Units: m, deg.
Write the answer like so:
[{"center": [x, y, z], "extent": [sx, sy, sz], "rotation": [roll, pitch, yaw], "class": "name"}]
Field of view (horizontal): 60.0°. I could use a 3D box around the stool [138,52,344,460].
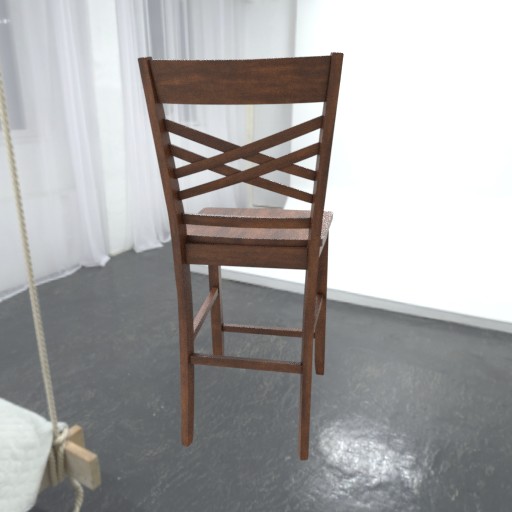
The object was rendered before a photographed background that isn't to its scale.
[{"center": [0.000, 0.000, 1.367], "extent": [0.462, 1.079, 0.539], "rotation": [3, 17, 9], "class": "stool"}]
